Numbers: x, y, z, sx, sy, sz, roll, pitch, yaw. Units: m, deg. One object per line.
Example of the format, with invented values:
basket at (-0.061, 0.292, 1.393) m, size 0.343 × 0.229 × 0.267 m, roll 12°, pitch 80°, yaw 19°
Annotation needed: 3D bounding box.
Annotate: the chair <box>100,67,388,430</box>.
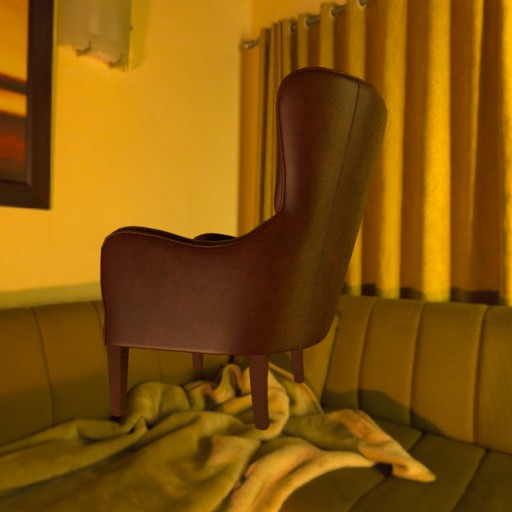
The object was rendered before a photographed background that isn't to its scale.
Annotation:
chair at (0.000, 0.000, 1.612) m, size 0.914 × 1.048 × 0.692 m, roll 0°, pitch 1°, yaw 19°
